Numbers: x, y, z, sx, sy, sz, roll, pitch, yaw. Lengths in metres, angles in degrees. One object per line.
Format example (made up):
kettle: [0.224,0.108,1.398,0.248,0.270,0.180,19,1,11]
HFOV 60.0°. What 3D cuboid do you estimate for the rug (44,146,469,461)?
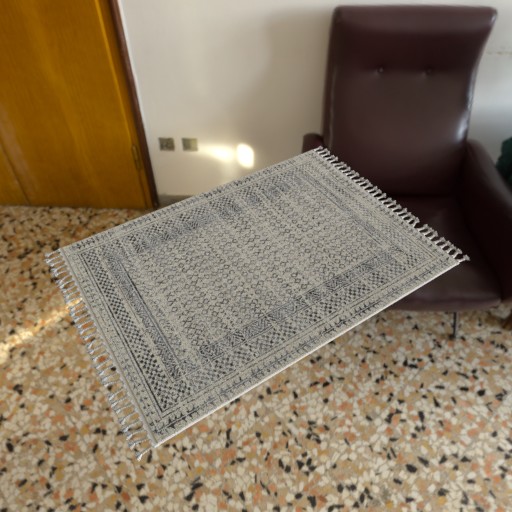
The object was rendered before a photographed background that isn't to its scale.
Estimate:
rug: [0.000,0.000,2.303,1.872,0.013,1.243,-25,52,-22]
